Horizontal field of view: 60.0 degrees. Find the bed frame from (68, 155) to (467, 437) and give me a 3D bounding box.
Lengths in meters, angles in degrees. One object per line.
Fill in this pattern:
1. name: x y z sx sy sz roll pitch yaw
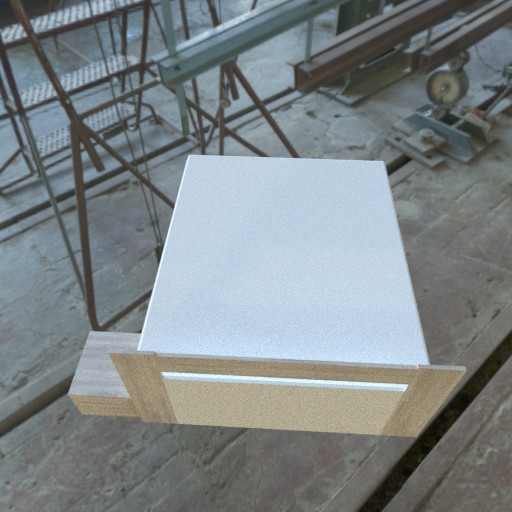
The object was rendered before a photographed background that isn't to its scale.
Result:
1. bed frame: 0.000 0.000 3.059 2.040 0.860 2.050 2 49 2
